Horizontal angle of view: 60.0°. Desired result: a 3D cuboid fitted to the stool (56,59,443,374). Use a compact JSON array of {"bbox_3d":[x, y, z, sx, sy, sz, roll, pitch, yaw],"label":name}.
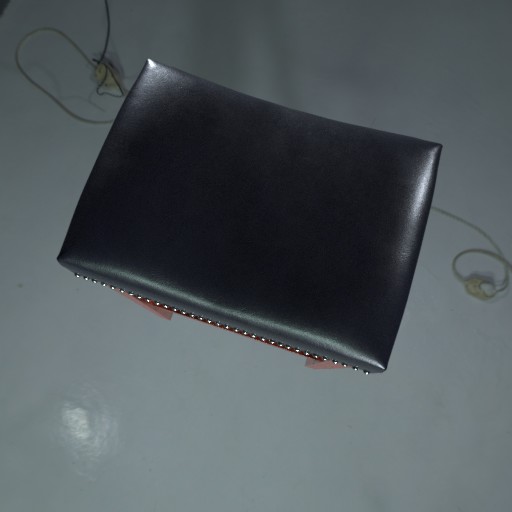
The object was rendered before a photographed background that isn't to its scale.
[{"bbox_3d":[0.000,0.000,0.990,0.504,0.742,0.372,18,77,4],"label":"stool"}]
